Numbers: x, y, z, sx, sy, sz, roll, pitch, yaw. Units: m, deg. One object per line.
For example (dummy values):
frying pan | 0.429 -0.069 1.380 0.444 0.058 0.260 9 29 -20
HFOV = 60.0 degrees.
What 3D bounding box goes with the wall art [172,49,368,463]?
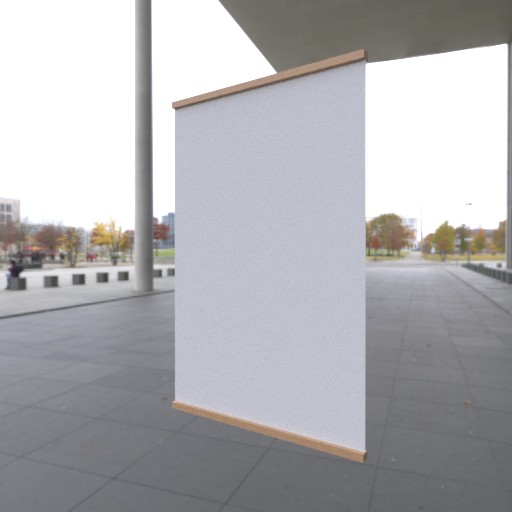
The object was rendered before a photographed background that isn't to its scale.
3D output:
wall art | 0.000 0.000 0.777 0.401 0.611 0.016 0 1 35
